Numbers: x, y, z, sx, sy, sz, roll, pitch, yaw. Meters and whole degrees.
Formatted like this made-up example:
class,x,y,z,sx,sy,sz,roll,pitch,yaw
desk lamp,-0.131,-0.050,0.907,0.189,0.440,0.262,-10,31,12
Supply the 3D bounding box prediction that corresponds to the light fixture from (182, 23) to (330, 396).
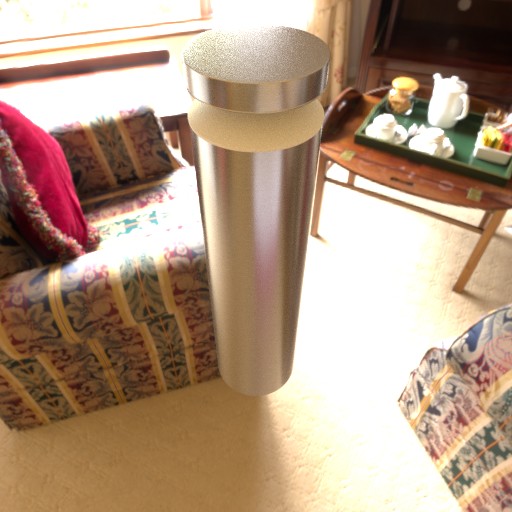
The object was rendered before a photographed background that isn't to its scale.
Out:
class,x,y,z,sx,sy,sz,roll,pitch,yaw
light fixture,0.000,0.000,0.443,0.102,0.400,0.102,25,51,22
